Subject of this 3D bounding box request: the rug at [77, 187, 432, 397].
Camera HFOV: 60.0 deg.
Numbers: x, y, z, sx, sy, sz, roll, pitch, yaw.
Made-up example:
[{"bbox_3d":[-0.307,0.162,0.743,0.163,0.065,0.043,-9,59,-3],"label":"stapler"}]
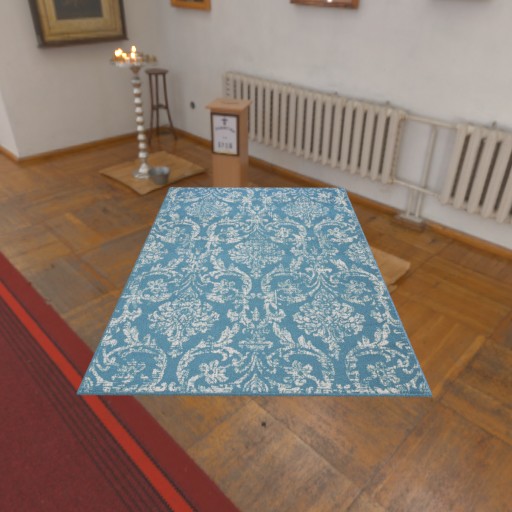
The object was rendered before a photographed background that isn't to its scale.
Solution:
[{"bbox_3d":[0.000,0.000,3.433,1.816,0.018,2.746,0,31,0],"label":"rug"}]
